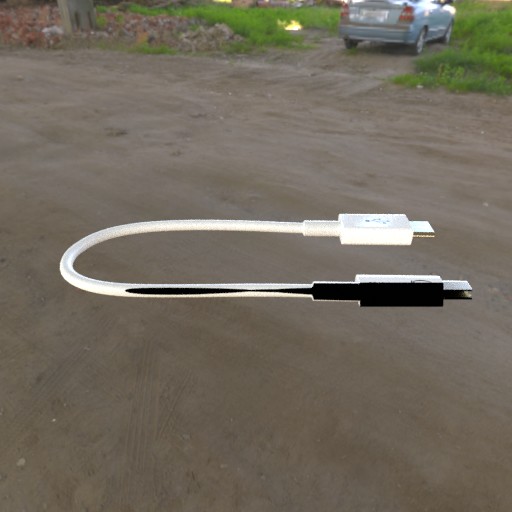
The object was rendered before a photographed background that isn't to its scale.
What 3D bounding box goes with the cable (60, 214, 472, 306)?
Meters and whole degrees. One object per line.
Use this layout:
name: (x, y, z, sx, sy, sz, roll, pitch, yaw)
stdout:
cable: (0.000, 0.000, 0.114, 0.098, 0.006, 0.040, 1, 32, 1)
